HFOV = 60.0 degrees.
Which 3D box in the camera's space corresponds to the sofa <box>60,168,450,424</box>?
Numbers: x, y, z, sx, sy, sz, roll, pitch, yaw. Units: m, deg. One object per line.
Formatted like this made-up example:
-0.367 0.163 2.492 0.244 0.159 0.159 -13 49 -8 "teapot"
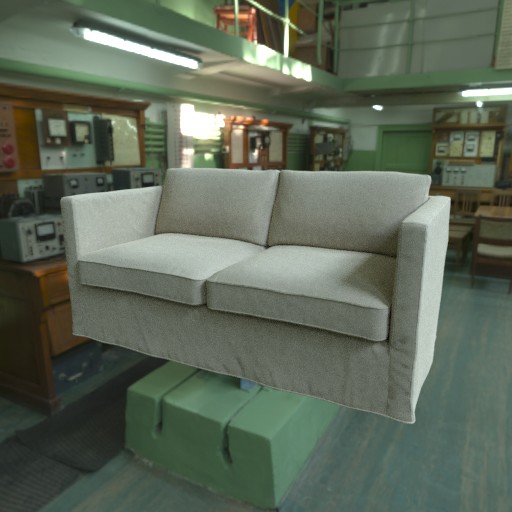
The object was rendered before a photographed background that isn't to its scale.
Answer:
0.000 0.000 2.224 1.719 0.835 0.962 7 15 26 "sofa"
